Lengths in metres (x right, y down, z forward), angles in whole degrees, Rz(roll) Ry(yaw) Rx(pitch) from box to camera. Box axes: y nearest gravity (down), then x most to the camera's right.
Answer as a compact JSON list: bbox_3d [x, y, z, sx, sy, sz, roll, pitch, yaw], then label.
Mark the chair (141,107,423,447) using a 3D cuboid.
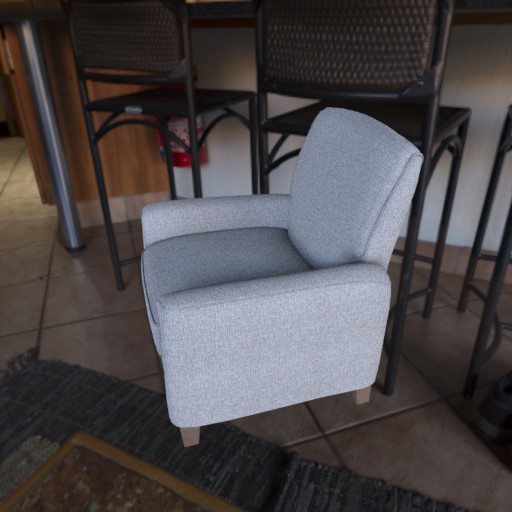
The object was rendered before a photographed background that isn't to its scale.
[{"bbox_3d":[0.000,0.000,1.707,0.864,1.014,0.848,-8,30,-15],"label":"chair"}]
